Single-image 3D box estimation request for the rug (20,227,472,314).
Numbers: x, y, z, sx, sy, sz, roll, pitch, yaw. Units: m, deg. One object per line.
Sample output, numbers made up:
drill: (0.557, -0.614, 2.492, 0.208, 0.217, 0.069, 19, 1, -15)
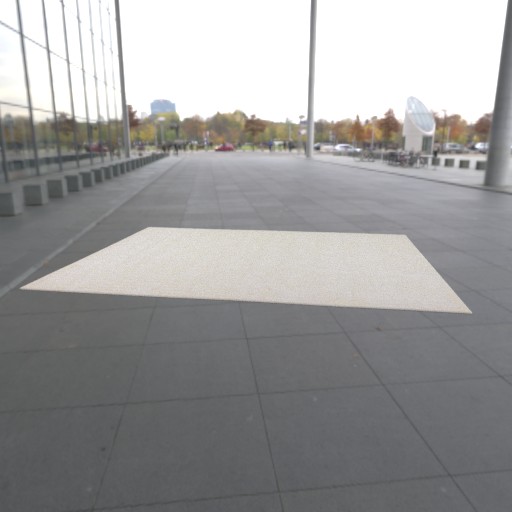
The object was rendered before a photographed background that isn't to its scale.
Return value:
rug: (0.000, 0.000, 4.092, 3.055, 0.021, 2.410, 2, 14, 8)
